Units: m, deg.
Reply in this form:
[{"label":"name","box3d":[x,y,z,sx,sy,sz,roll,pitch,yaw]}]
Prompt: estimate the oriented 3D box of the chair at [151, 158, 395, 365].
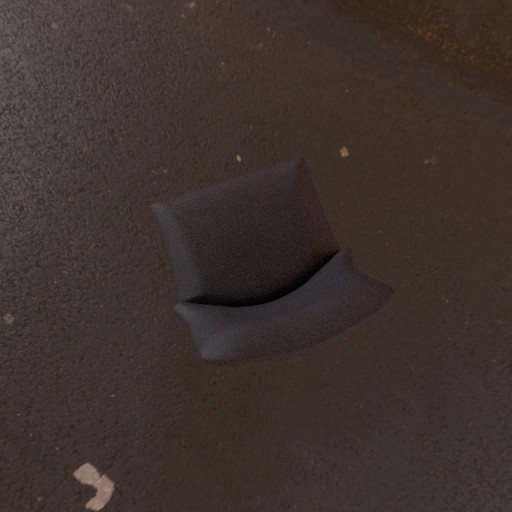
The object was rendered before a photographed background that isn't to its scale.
[{"label":"chair","box3d":[0.000,0.000,1.190,0.504,0.820,0.567,-18,76,-5]}]
